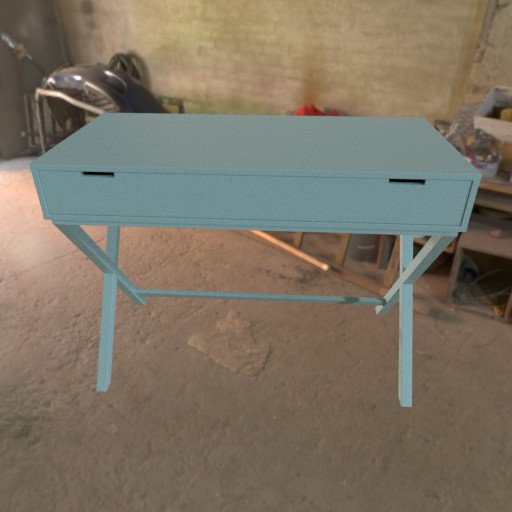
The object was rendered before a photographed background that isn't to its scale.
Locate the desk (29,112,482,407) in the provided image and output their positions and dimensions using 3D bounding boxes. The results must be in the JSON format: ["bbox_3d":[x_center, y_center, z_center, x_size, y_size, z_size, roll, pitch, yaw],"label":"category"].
[{"bbox_3d":[0.000,0.000,1.449,1.059,0.780,0.509,2,32,3],"label":"desk"}]
